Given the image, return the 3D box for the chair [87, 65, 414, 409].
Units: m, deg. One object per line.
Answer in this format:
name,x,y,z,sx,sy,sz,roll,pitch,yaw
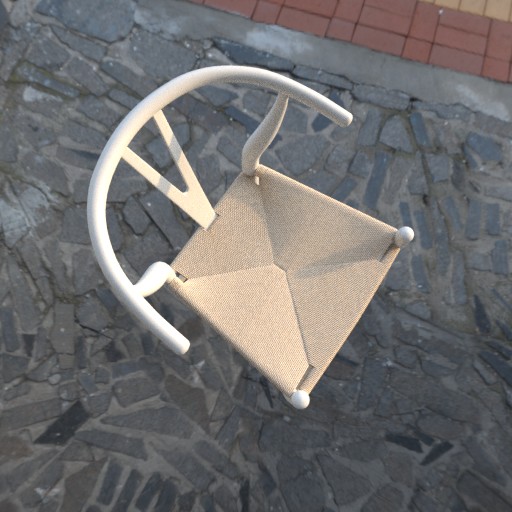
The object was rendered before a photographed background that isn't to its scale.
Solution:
chair,0.000,0.000,1.104,0.579,0.730,0.569,34,78,8
